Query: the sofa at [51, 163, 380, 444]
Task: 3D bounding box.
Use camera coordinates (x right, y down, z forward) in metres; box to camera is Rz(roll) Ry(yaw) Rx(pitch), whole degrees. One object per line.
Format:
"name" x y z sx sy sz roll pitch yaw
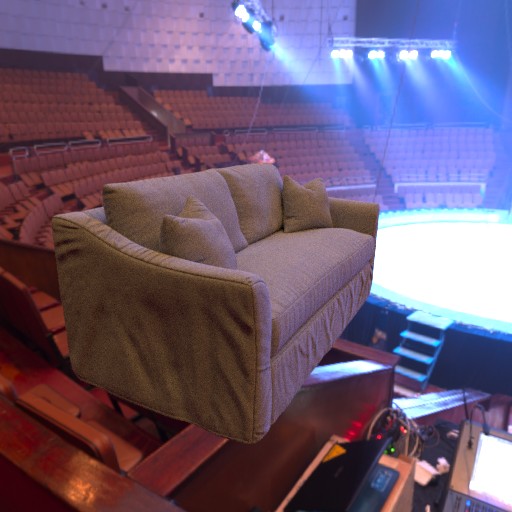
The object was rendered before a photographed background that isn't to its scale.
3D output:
"sofa" 0.000 0.000 2.686 1.072 1.018 2.010 8 18 26
